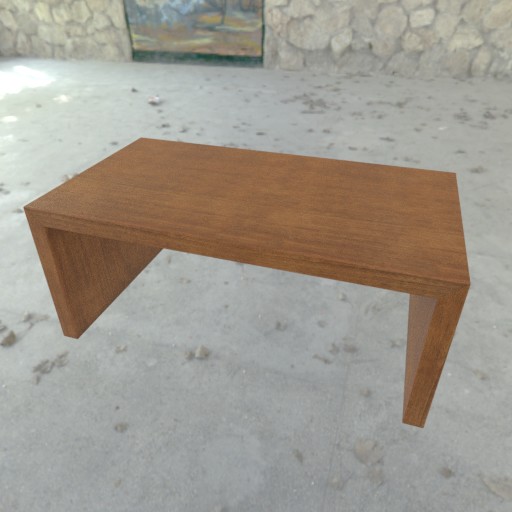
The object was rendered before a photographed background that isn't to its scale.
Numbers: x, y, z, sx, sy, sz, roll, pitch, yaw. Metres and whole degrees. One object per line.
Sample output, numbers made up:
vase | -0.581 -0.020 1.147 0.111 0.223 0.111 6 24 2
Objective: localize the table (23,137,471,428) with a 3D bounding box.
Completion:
table | 0.000 0.000 1.267 1.000 0.419 0.549 10 34 15
